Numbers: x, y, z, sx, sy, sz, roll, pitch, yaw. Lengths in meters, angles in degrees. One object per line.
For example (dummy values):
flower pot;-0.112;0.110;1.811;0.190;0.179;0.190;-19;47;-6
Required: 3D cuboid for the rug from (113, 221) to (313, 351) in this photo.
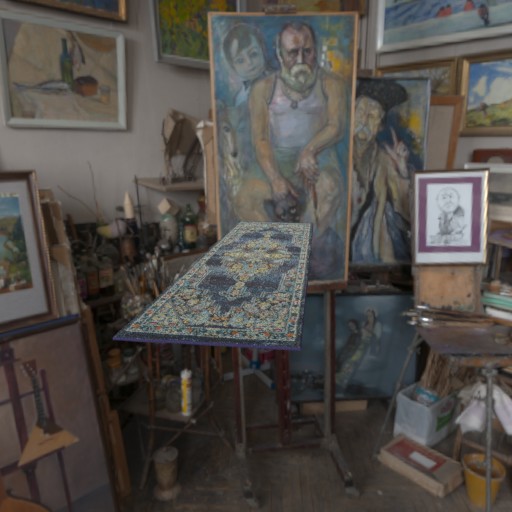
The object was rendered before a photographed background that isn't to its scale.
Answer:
rug;0.000;0.000;2.461;0.602;0.016;2.283;2;14;8
